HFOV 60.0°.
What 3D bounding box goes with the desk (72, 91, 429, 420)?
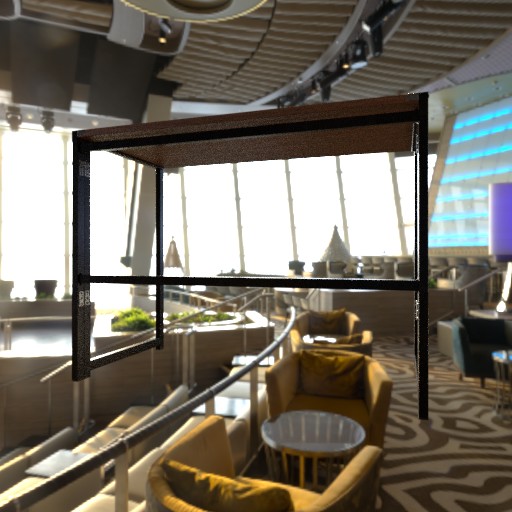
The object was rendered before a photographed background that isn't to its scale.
[{"bbox_3d":[0.000,0.000,1.427,1.016,0.762,0.508,0,0,19],"label":"desk"}]
